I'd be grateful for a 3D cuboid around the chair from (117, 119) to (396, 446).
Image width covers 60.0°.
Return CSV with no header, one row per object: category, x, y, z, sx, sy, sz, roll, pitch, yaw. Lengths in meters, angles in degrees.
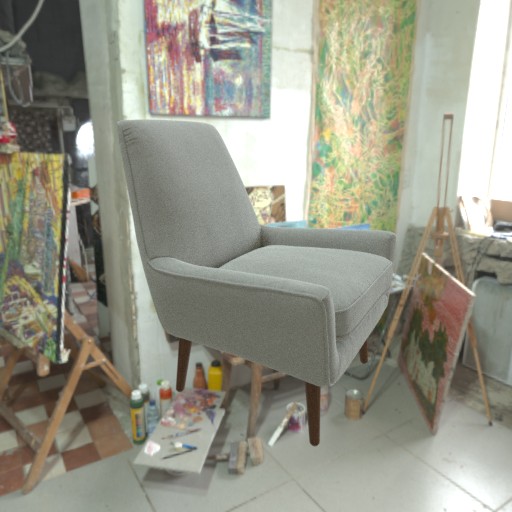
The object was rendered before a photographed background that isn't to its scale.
chair,0.000,0.000,1.499,0.822,0.888,0.787,8,17,27
